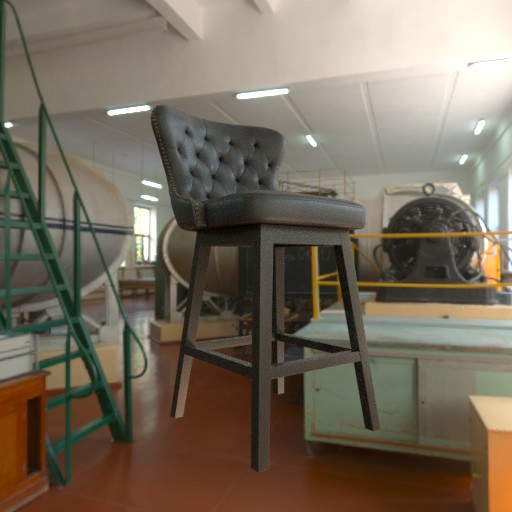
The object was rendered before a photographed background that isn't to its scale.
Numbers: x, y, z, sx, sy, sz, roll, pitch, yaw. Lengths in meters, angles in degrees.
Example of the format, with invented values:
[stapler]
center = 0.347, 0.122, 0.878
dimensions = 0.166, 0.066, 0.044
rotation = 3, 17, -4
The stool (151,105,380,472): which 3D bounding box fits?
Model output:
[stool]
center = 0.000, 0.000, 1.355
dimensions = 0.528, 0.971, 0.593
rotation = 0, -1, -37
